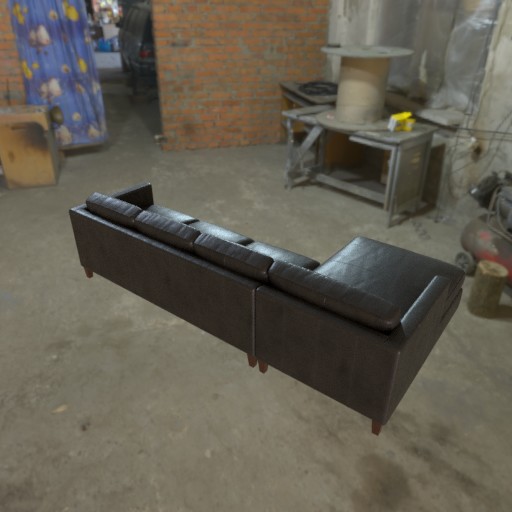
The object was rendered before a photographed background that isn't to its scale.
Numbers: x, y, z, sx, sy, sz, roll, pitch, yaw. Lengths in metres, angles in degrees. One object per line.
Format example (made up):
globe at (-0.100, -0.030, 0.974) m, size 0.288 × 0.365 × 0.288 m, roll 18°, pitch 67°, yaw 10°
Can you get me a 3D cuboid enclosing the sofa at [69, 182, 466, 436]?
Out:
sofa at (0.000, 0.000, 3.964) m, size 3.203 × 0.883 × 1.581 m, roll 21°, pitch 36°, yaw 32°
